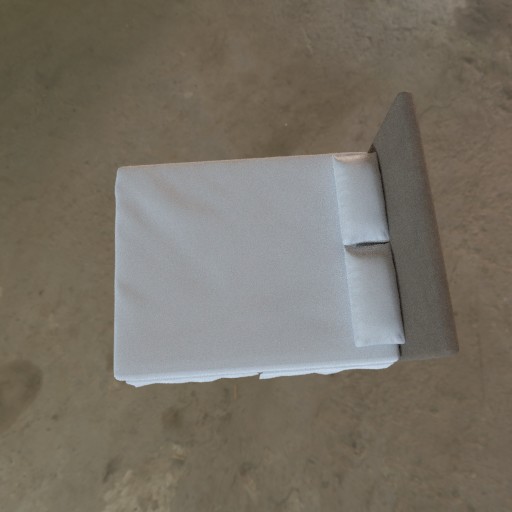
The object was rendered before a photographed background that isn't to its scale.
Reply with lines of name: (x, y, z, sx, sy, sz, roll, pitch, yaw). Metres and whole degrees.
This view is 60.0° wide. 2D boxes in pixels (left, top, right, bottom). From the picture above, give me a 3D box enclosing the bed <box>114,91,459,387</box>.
bed: (0.000, 0.000, 3.196, 2.142, 1.330, 1.723, -4, 75, -1)
